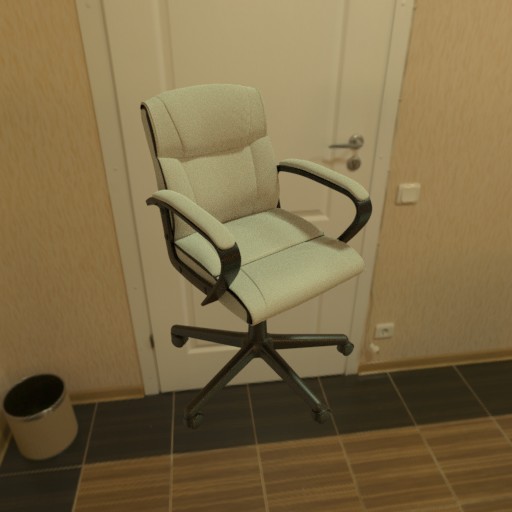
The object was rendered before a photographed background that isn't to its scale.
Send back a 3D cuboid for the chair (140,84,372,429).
[{"bbox_3d":[0.000,0.000,1.493,0.739,1.004,0.717,-20,36,-31],"label":"chair"}]
